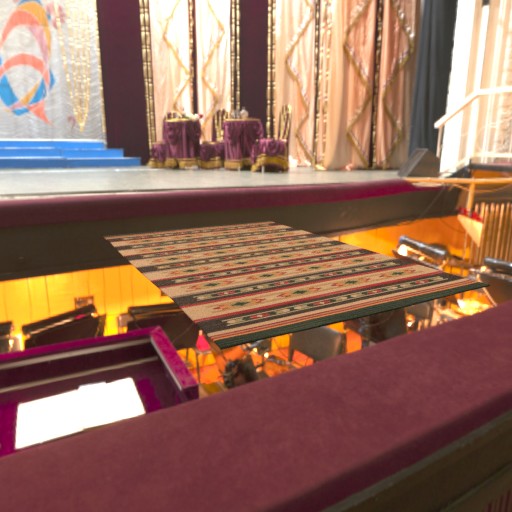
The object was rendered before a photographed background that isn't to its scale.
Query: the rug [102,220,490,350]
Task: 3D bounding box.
[{"bbox_3d":[0.000,0.000,2.319,1.221,0.009,1.825,-8,16,-28],"label":"rug"}]
